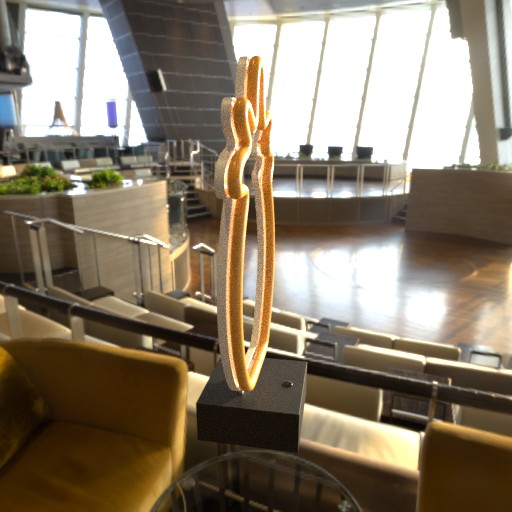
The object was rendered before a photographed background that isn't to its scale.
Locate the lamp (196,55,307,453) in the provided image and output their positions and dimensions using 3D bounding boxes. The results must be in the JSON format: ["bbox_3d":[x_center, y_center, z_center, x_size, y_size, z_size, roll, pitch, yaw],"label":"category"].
[{"bbox_3d":[0.000,0.000,0.379,0.088,0.317,0.167,3,16,10],"label":"lamp"}]
